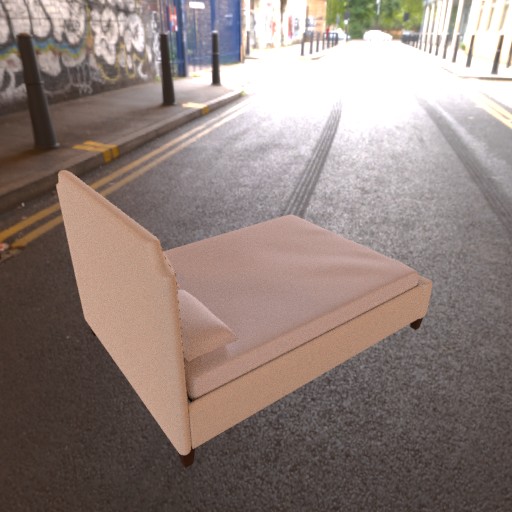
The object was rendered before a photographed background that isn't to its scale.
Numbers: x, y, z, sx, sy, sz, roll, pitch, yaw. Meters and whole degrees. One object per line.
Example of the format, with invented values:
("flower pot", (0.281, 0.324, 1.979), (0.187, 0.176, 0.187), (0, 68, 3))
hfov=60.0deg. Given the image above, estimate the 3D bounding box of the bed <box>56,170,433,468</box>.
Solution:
("bed", (0.000, 0.000, 3.456), (2.372, 1.443, 1.712), (-19, 33, -32))
